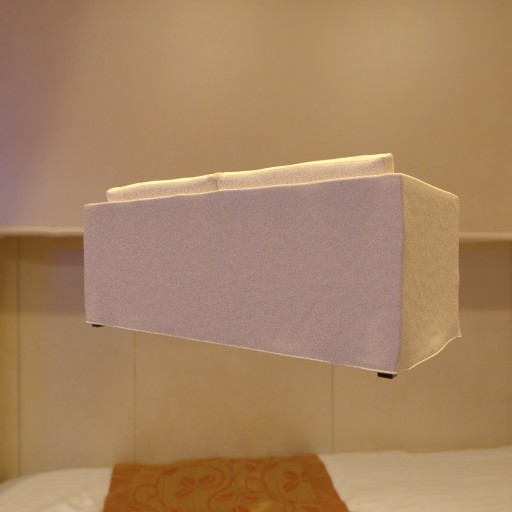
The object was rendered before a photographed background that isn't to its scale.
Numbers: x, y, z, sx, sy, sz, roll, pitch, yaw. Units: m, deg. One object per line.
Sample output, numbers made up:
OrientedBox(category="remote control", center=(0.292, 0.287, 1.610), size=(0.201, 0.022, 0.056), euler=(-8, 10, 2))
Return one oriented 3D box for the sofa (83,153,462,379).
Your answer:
OrientedBox(category="sofa", center=(0.000, 0.000, 2.502), size=(1.987, 0.870, 0.940), euler=(1, 1, 36))
